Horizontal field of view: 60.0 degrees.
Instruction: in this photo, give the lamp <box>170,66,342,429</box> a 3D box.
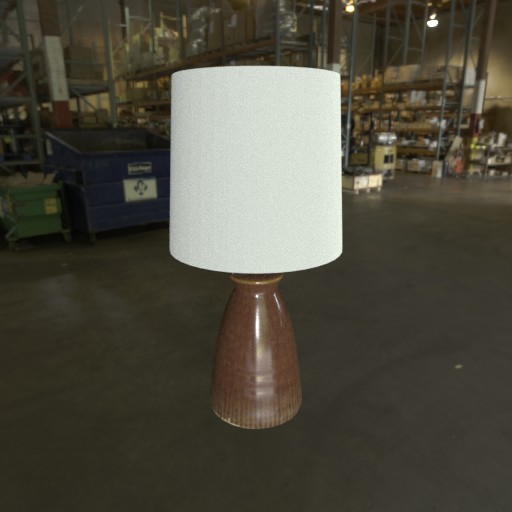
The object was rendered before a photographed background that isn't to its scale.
[{"bbox_3d":[0.000,0.000,0.490,0.186,0.369,0.186,0,16,0],"label":"lamp"}]
